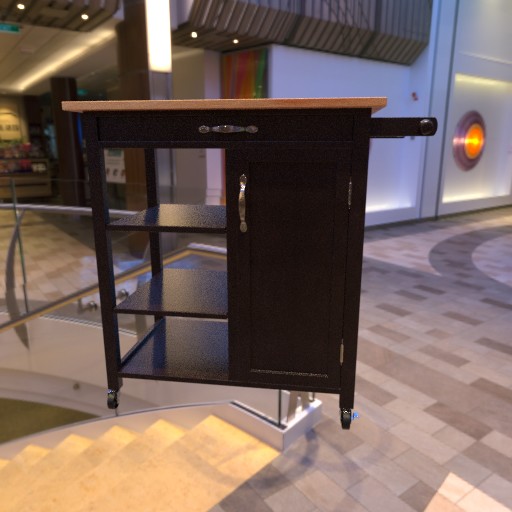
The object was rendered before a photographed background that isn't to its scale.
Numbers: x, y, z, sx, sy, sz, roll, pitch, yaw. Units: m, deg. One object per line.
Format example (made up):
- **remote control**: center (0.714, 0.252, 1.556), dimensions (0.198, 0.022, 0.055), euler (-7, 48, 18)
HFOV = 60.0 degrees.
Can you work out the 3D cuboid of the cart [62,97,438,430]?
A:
- **cart**: center (0.000, 0.000, 1.377), dimensions (0.914, 0.878, 0.472), euler (2, 14, 8)
